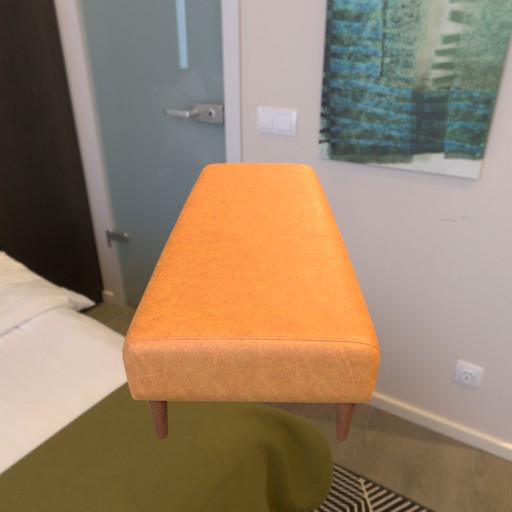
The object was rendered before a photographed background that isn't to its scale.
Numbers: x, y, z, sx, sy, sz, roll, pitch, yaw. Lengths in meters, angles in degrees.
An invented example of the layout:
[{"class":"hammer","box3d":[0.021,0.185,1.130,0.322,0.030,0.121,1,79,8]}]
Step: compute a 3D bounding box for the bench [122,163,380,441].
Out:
[{"class":"bench","box3d":[0.000,0.000,1.829,0.653,0.399,1.610,0,26,1]}]
